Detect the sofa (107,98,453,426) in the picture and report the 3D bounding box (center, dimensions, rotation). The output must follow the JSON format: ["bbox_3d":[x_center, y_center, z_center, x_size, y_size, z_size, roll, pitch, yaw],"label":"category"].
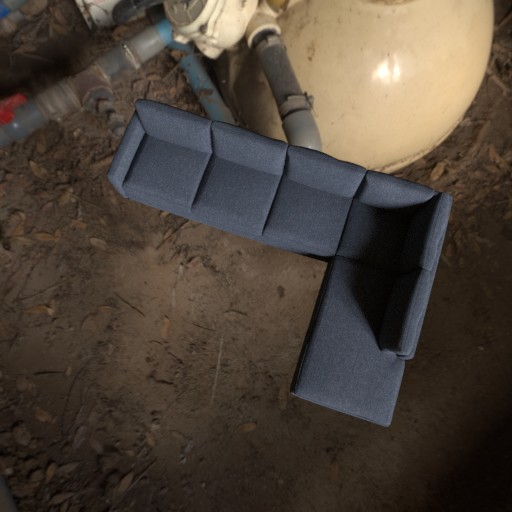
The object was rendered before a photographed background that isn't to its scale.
[{"bbox_3d":[0.000,0.000,3.859,2.949,0.815,2.007,18,77,4],"label":"sofa"}]
